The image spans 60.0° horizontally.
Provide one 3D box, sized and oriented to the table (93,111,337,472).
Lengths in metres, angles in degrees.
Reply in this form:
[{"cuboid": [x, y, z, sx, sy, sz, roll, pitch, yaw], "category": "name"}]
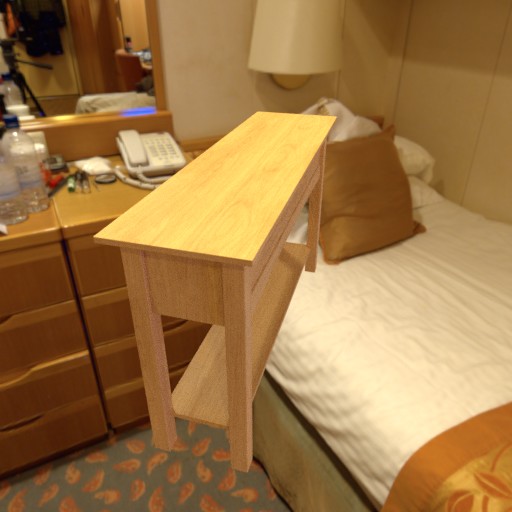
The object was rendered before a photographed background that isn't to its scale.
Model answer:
[{"cuboid": [0.000, 0.000, 1.584, 0.350, 0.730, 1.240, 8, 31, 14], "category": "table"}]
